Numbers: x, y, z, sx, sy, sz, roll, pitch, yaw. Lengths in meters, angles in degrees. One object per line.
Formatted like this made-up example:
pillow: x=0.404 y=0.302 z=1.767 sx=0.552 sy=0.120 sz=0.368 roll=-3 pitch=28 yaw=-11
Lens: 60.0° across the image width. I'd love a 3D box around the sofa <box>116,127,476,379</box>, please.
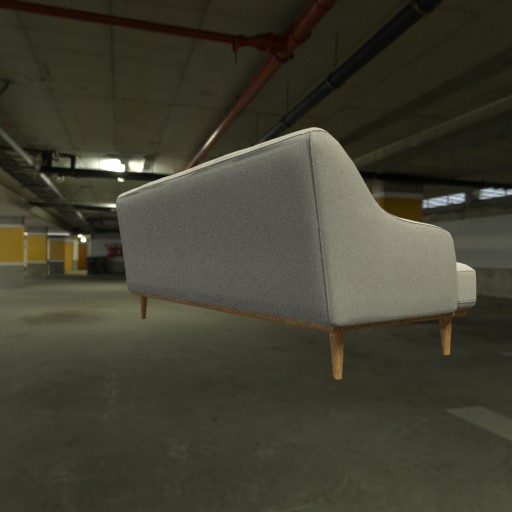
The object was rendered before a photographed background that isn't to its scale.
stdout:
sofa: x=0.000 y=0.000 z=2.506 sx=0.978 sy=0.871 sz=2.057 roll=0 pitch=0 yaw=-35
